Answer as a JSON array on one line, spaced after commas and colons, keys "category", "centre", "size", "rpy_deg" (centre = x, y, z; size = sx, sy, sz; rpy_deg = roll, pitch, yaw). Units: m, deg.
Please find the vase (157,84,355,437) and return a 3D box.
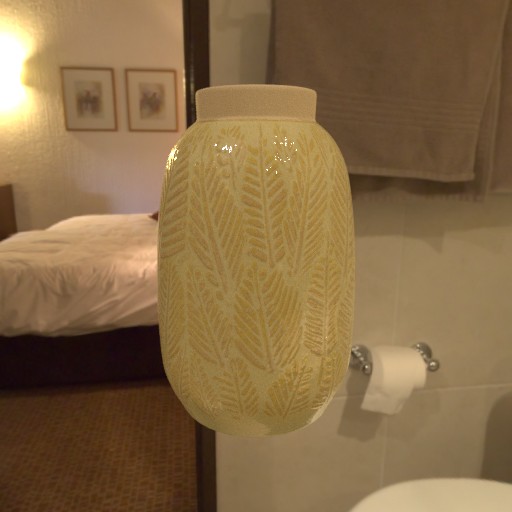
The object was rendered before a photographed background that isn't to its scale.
[{"category": "vase", "centre": [0.000, 0.000, 0.388], "size": [0.172, 0.270, 0.172], "rpy_deg": [0, 13, 0]}]
